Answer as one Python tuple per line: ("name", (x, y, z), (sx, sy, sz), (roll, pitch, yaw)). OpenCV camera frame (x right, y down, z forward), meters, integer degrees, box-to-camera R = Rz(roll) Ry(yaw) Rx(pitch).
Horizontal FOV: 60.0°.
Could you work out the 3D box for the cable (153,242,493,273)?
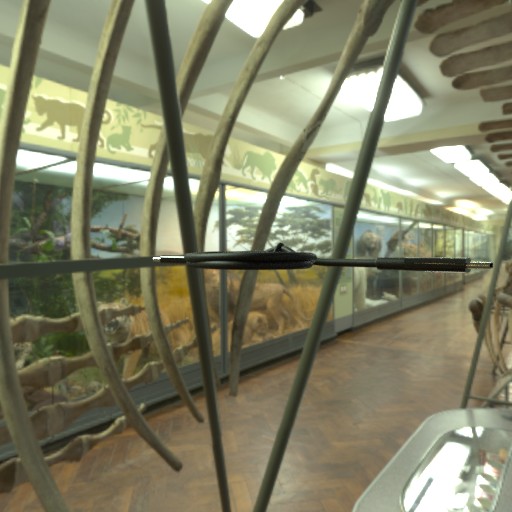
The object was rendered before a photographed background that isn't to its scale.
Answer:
("cable", (0.000, 0.000, 0.222), (0.203, 0.014, 0.070), (1, 1, 35))
